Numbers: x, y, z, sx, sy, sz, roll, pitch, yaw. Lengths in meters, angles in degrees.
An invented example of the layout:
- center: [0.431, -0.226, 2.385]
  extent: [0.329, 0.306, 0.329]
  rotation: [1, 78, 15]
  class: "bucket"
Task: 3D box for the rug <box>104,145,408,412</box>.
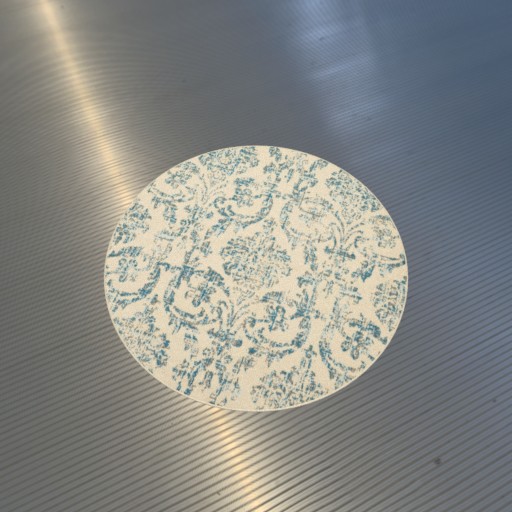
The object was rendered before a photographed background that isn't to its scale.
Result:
- center: [0.000, 0.000, 2.355]
  extent: [1.593, 0.012, 1.593]
  rotation: [0, 60, 0]
  class: "rug"
